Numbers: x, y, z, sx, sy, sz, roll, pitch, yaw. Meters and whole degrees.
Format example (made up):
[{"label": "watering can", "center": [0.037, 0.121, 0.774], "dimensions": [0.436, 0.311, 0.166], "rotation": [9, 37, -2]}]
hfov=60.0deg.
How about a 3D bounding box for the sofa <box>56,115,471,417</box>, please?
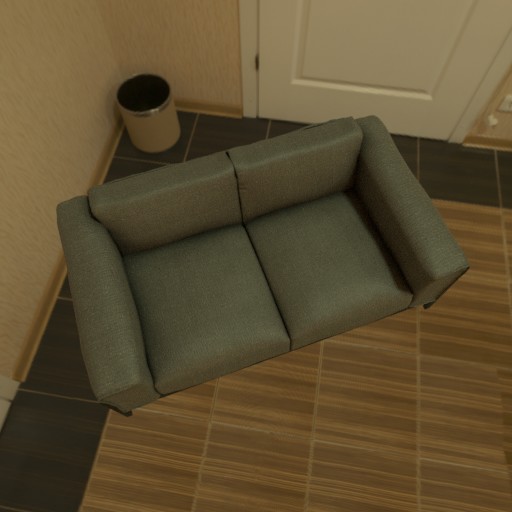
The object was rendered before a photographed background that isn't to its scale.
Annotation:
[{"label": "sofa", "center": [0.000, 0.000, 2.192], "dimensions": [1.690, 0.656, 0.960], "rotation": [-18, 65, -9]}]
